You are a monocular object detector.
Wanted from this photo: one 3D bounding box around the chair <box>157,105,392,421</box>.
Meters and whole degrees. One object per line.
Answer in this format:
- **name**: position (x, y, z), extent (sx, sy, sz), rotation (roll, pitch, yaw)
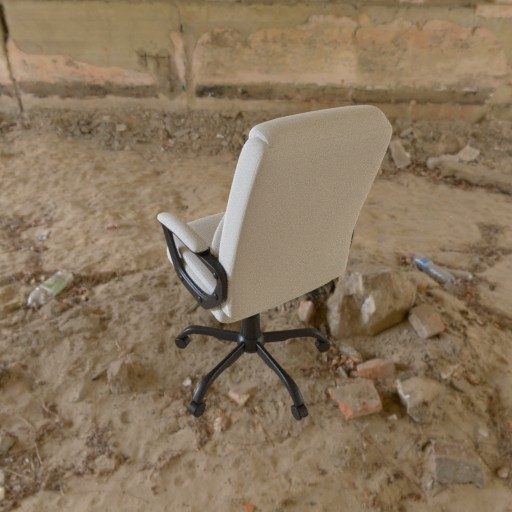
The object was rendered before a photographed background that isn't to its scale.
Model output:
- **chair**: position (0.000, 0.000, 1.516), extent (0.663, 1.065, 0.669), rotation (-19, 36, -29)
